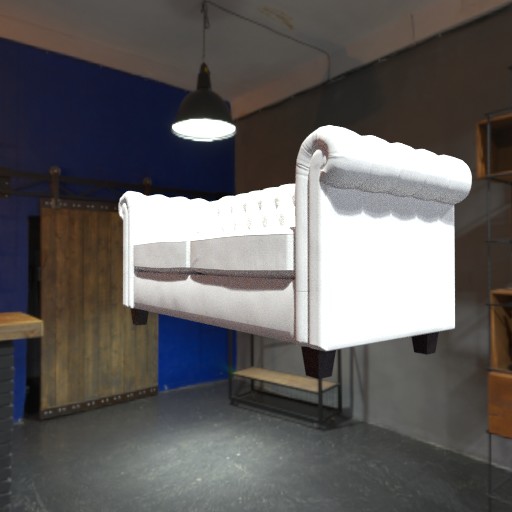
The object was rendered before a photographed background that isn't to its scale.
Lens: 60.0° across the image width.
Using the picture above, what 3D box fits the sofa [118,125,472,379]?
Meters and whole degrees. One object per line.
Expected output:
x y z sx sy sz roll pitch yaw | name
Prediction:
0.000 0.000 2.209 0.771 0.796 1.798 0 -1 -37 | sofa
